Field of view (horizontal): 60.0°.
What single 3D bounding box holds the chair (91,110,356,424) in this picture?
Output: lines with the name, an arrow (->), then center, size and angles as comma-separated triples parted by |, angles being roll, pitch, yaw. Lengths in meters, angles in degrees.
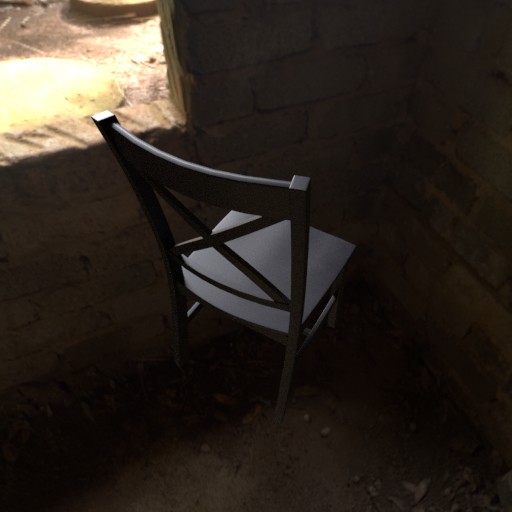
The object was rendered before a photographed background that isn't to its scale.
chair -> 0.000, 0.000, 1.308 | 0.485, 0.983, 0.542 | 23, 50, 21
